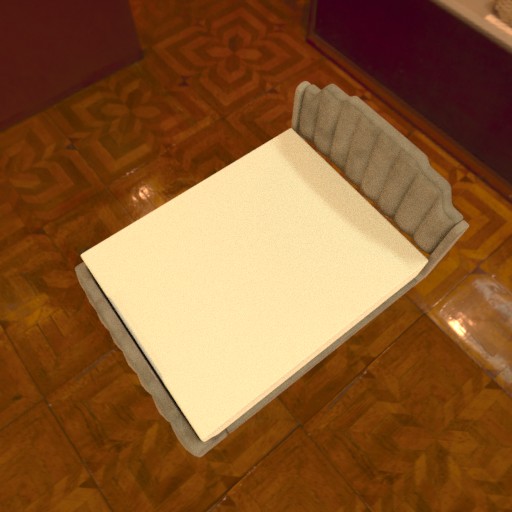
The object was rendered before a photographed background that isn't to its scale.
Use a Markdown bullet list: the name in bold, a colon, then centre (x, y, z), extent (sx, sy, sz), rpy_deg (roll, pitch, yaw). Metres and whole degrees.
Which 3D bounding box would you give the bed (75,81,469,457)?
- **bed**: centre (0.000, 0.000, 3.285), extent (2.340, 1.245, 1.676), rpy_deg (-34, 69, -16)
